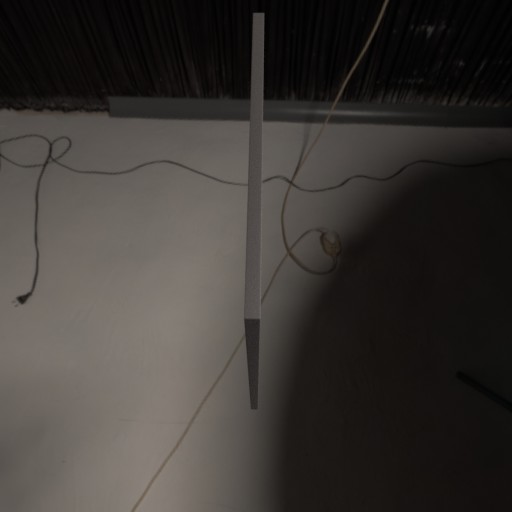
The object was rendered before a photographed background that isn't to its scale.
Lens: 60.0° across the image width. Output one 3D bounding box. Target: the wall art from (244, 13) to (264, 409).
[{"bbox_3d":[0.000,0.000,0.680,0.013,0.534,0.380,1,64,0],"label":"wall art"}]
